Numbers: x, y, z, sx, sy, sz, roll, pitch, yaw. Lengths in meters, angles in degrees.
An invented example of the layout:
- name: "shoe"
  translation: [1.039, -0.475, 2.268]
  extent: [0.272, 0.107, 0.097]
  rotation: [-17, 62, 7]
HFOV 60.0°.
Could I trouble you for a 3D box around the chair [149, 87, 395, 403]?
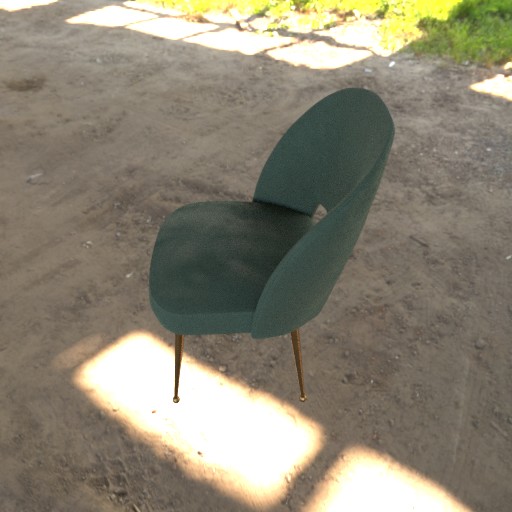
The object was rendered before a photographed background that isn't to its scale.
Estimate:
- name: "chair"
  translation: [0.000, 0.000, 1.245]
  extent: [0.577, 0.860, 0.527]
  rotation: [0, 41, -1]
